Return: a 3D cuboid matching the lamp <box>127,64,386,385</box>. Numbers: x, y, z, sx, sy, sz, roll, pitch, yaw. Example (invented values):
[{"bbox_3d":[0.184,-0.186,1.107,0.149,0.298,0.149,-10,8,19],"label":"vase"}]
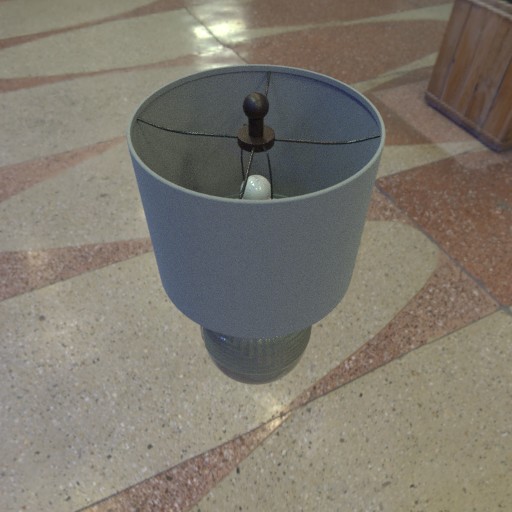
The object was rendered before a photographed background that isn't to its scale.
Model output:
[{"bbox_3d":[0.000,0.000,0.735,0.318,0.567,0.318,0,47,0],"label":"lamp"}]
